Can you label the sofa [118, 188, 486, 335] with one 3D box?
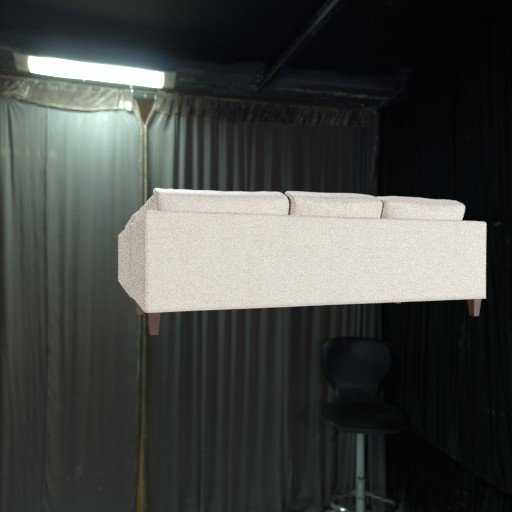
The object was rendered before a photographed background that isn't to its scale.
[{"bbox_3d":[0.000,0.000,4.286,2.432,0.863,3.182,0,0,-20],"label":"sofa"}]
